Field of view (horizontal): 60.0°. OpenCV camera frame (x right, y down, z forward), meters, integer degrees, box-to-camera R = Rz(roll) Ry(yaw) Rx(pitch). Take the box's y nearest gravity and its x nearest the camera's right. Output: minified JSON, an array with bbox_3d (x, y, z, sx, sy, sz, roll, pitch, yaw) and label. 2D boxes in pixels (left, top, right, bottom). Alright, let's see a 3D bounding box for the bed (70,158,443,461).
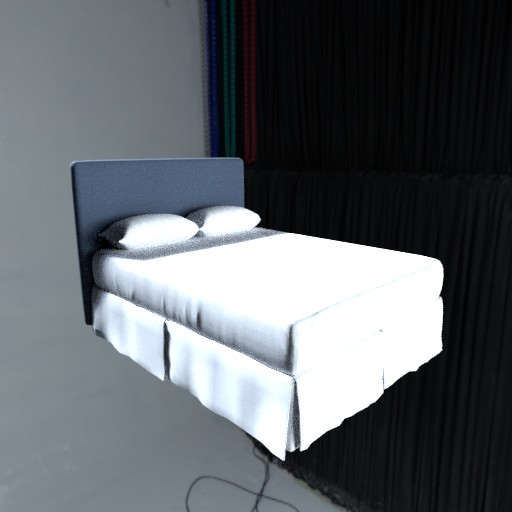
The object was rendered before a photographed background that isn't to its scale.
[{"bbox_3d":[0.000,0.000,3.160,1.713,1.330,2.162,-13,19,-43],"label":"bed"}]
